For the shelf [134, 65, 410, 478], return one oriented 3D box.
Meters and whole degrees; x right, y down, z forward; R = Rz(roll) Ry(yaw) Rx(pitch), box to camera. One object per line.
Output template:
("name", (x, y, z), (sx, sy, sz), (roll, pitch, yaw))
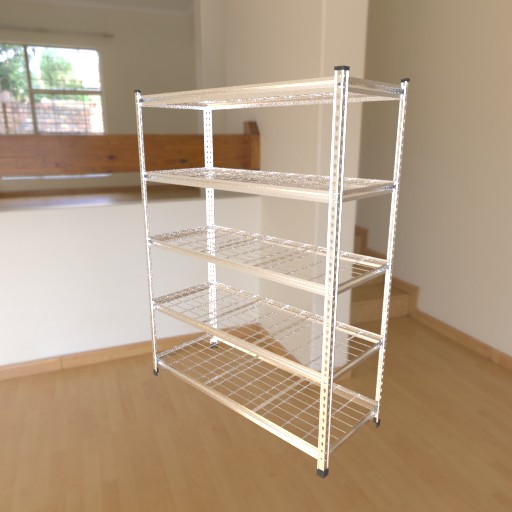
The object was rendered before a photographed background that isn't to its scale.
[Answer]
("shelf", (0.000, 0.000, 2.740), (1.524, 1.981, 0.610), (14, 21, 41))
